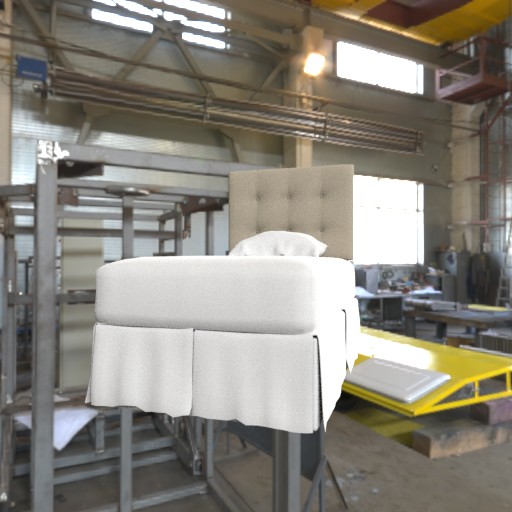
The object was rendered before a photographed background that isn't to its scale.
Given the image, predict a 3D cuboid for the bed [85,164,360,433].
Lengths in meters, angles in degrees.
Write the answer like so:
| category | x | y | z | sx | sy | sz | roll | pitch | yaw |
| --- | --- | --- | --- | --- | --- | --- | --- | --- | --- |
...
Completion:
| category | x | y | z | sx | sy | sz | roll | pitch | yaw |
| --- | --- | --- | --- | --- | --- | --- | --- | --- | --- |
| bed | 0.000 | 0.000 | 3.035 | 1.261 | 1.571 | 1.997 | 0 | 0 | 18 |
